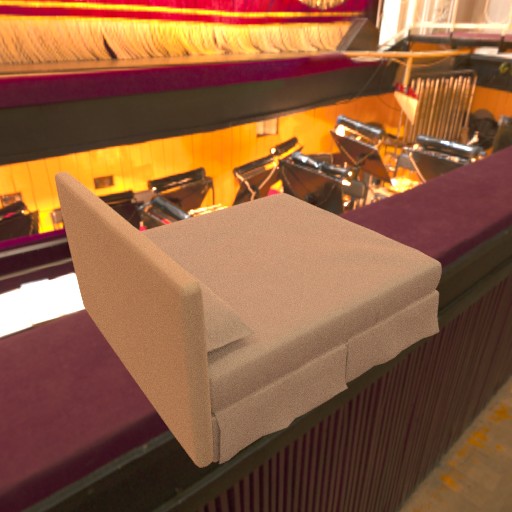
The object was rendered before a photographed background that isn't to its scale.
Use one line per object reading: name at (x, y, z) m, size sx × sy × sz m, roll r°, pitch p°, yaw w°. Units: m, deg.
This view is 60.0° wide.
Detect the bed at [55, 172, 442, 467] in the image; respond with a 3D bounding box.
bed at (0.000, 0.000, 3.554) m, size 2.341 × 1.317 × 2.119 m, roll -20°, pitch 34°, yaw -32°
